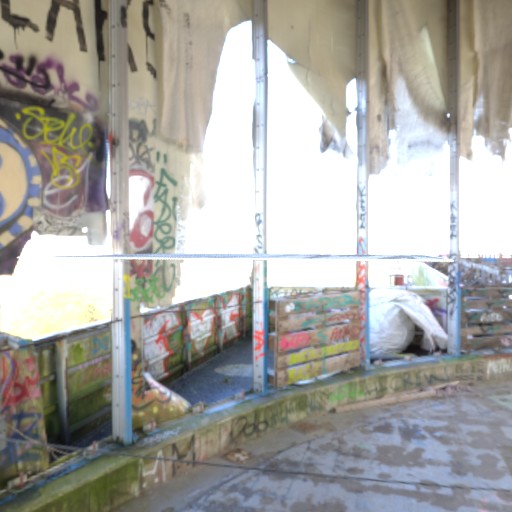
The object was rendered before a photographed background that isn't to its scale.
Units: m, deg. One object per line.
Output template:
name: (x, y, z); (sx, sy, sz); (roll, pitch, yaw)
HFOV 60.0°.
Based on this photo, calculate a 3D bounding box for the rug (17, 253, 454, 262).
rug: (0.000, 0.000, 3.932); (2.945, 0.014, 2.353); (0, 1, 17)
